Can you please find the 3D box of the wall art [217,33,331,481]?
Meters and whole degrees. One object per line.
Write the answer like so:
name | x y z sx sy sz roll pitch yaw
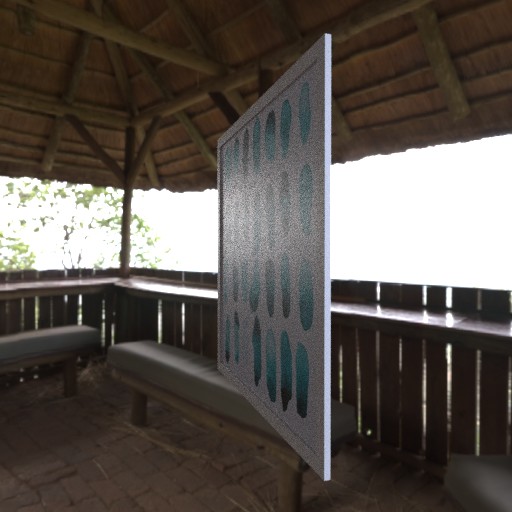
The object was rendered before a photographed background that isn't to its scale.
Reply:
wall art | 0.000 0.000 0.819 0.009 0.559 0.558 0 1 -19
